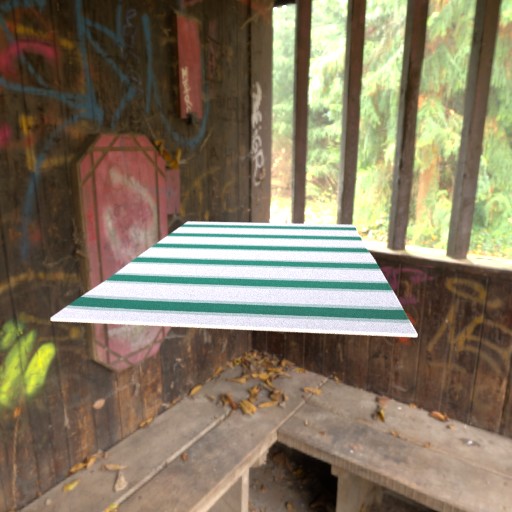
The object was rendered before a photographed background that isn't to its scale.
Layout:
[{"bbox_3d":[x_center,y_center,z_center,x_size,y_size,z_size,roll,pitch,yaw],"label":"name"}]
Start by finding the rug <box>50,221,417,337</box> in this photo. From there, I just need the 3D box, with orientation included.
[{"bbox_3d":[0.000,0.000,2.316,1.210,0.012,1.829,2,15,6],"label":"rug"}]
